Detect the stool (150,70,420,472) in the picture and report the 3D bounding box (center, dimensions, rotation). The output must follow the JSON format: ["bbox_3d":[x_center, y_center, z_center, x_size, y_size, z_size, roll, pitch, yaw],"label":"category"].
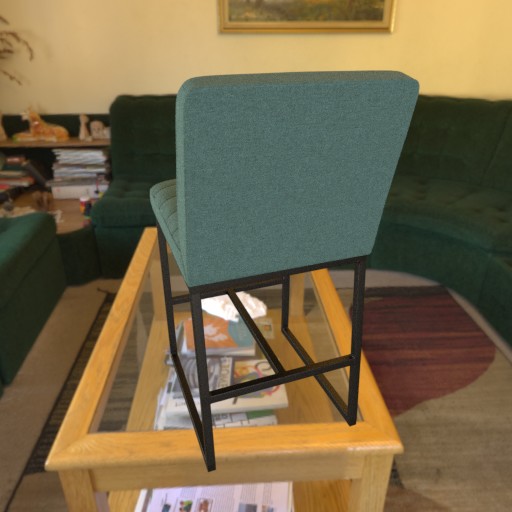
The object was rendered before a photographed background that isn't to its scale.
[{"bbox_3d":[0.000,0.000,1.184,0.460,0.940,0.560,-10,28,-19],"label":"stool"}]
